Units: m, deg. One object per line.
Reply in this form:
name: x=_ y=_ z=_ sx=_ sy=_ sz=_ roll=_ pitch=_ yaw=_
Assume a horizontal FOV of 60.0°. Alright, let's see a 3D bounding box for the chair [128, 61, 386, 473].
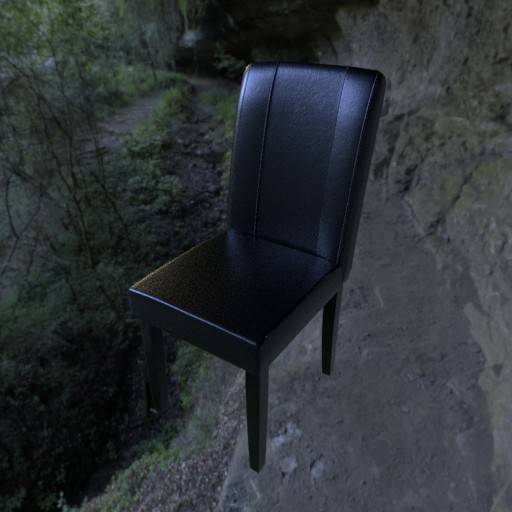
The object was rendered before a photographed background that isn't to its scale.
chair: x=0.000 y=0.000 z=1.169 sx=0.399 sy=0.897 sz=0.556 roll=18 pitch=34 yaw=29
